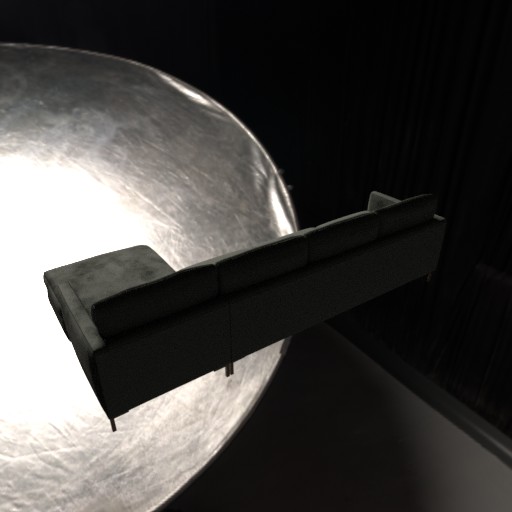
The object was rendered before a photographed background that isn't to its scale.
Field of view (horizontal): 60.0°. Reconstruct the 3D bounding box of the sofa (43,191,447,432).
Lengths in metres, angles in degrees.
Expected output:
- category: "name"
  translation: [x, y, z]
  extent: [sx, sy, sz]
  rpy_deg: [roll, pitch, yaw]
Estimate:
- category: "sofa"
  translation: [0.000, 0.000, 3.248]
  extent: [2.725, 0.756, 1.255]
  rpy_deg: [-18, 34, -29]
